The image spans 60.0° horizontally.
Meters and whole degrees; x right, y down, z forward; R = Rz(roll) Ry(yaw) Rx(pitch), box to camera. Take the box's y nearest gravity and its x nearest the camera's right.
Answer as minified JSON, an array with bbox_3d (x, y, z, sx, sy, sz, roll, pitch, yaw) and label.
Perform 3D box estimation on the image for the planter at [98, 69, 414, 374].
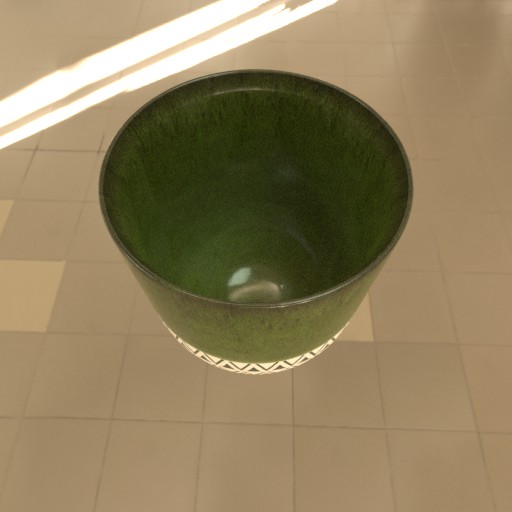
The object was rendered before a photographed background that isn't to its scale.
[{"bbox_3d":[0.000,0.000,0.463,0.245,0.270,0.245,0,58,0],"label":"planter"}]
